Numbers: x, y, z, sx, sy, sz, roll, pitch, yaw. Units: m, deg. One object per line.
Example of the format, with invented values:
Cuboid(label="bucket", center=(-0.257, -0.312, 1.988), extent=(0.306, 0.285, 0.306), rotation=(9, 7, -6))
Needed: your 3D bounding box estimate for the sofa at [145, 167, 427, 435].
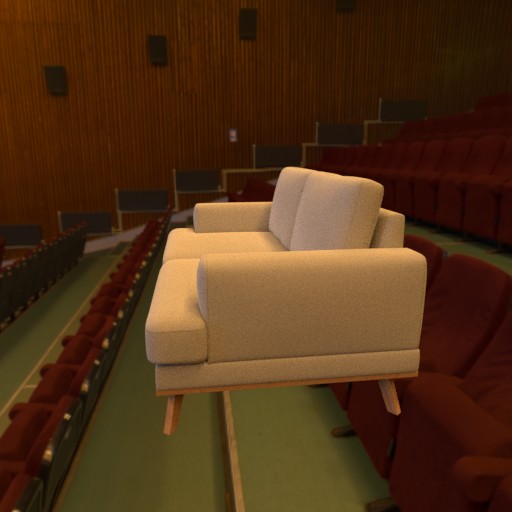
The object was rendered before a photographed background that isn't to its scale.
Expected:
Cuboid(label="sofa", center=(0.000, 0.000, 2.154), extent=(0.915, 0.810, 1.651), rotation=(-2, 14, -8))
